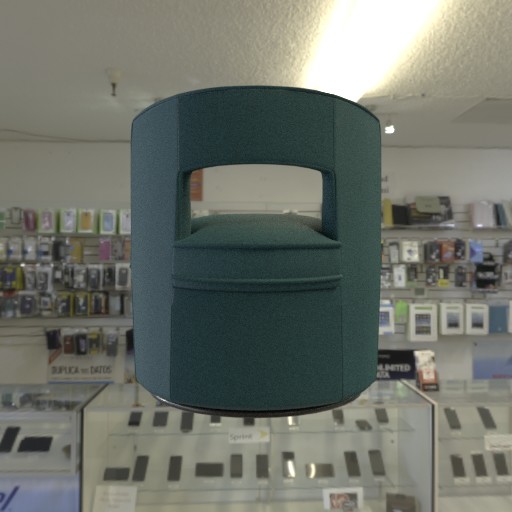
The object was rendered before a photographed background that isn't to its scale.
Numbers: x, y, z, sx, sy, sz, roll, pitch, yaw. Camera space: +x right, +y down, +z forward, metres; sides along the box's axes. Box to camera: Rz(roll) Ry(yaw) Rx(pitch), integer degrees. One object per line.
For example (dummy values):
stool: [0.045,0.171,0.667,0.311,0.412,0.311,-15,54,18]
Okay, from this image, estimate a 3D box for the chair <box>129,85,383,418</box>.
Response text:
chair: [0.000,0.000,1.233,0.684,0.711,0.660,0,-1,0]
